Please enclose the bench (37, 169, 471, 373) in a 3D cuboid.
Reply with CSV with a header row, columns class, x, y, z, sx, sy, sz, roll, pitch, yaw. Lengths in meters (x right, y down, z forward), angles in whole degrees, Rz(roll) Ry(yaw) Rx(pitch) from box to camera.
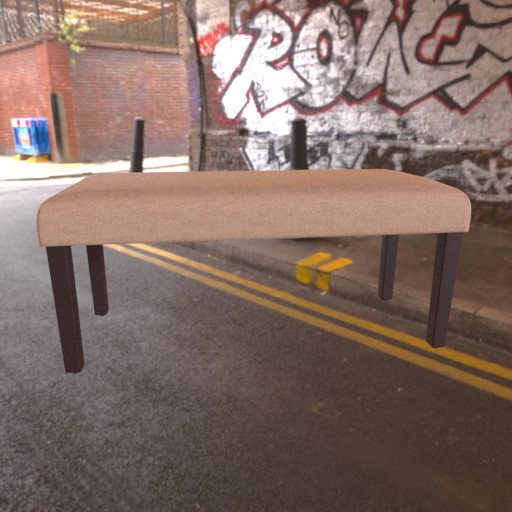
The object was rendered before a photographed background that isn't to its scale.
class,x,y,z,sx,sy,sz,roll,pitch,yaw
bench,0.000,0.000,1.252,1.013,0.456,0.407,-2,17,-7
